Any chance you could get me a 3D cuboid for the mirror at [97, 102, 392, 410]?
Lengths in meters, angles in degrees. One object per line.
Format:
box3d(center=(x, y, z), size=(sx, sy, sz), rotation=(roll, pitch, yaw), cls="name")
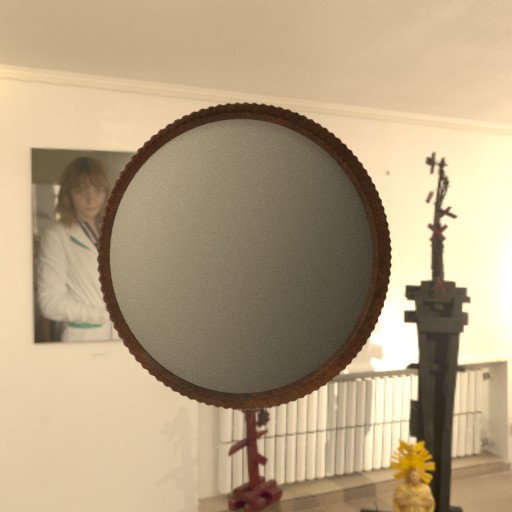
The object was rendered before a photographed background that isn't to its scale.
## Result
box3d(center=(0.000, 0.000, 0.902), size=(0.609, 0.609, 0.056), rotation=(0, 0, -18), cls="mirror")
